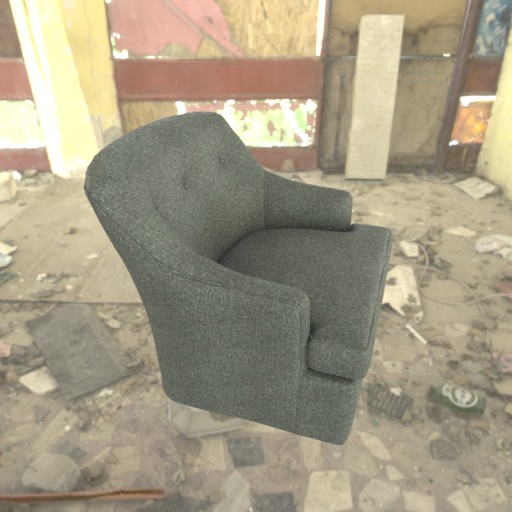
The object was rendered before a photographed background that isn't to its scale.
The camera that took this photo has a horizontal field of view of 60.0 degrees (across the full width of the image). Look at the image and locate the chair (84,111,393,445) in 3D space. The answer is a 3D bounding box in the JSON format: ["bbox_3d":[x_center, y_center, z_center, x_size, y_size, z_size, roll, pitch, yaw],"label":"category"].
[{"bbox_3d":[0.000,0.000,1.611,0.923,0.856,0.864,10,32,17],"label":"chair"}]
